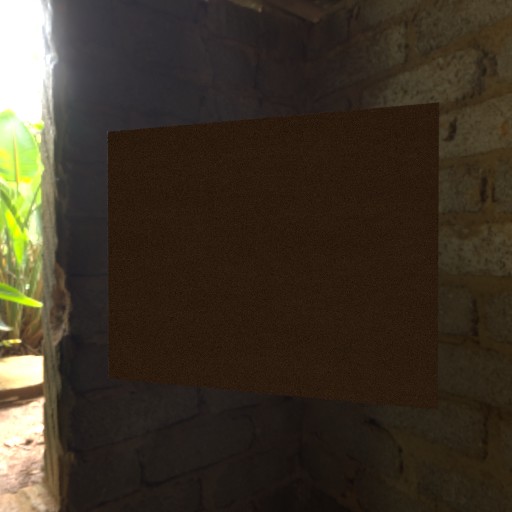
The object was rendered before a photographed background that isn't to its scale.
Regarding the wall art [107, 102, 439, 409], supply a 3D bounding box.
[{"bbox_3d":[0.000,0.000,0.665,0.508,0.408,0.010,0,1,16],"label":"wall art"}]
